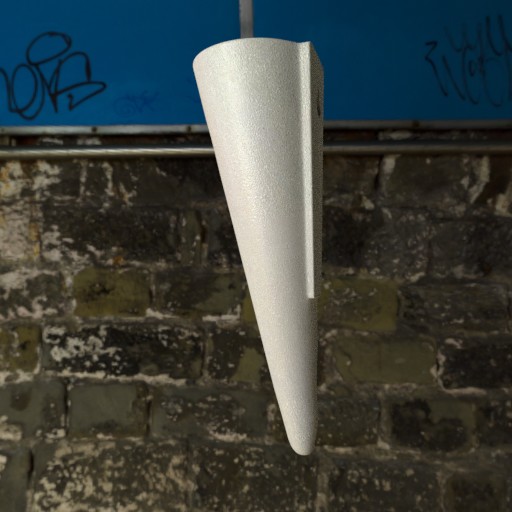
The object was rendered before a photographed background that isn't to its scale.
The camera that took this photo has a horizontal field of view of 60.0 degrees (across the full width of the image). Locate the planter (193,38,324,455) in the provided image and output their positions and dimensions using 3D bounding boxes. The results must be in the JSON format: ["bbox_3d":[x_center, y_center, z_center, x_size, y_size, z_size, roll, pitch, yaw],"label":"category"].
[{"bbox_3d":[0.000,0.000,0.222,0.064,0.191,0.057,0,0,19],"label":"planter"}]
